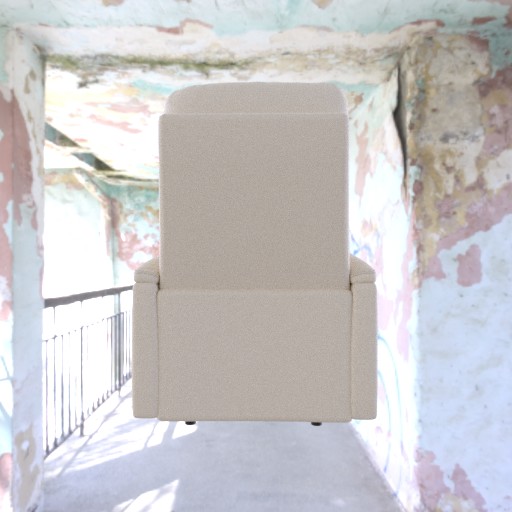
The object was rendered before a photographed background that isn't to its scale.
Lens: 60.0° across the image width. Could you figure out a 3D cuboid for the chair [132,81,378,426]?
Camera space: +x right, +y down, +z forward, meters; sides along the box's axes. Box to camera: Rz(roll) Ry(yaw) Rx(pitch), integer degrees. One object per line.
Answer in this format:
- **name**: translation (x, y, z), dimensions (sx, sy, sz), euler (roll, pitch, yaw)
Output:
- **chair**: translation (0.000, 0.000, 1.664), dimensions (0.775, 1.082, 0.831), euler (0, 0, 1)
